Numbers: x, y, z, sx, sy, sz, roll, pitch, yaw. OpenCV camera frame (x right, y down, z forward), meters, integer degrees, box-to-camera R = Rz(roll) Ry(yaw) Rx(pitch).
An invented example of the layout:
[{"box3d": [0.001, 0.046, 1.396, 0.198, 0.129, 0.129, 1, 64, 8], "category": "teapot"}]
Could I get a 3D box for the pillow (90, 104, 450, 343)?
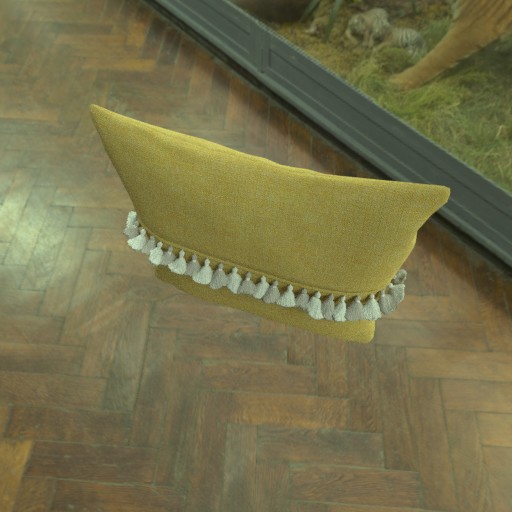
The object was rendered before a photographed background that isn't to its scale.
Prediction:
[{"box3d": [0.000, 0.000, 0.739, 0.485, 0.481, 0.167, 16, 60, 9], "category": "pillow"}]
